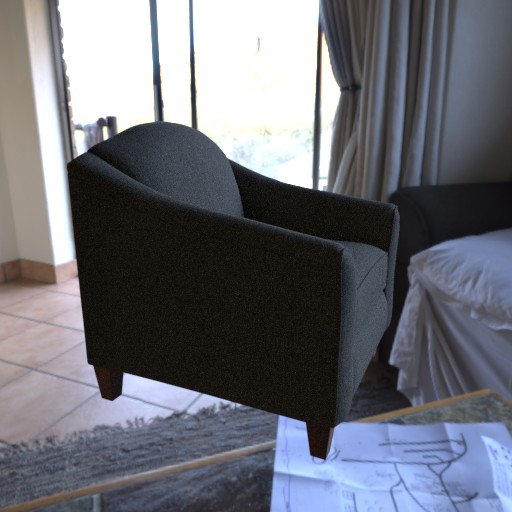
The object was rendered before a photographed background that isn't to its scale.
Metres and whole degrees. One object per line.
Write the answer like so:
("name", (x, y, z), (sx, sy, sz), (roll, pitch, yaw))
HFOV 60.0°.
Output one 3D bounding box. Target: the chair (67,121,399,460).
("chair", (0.000, 0.000, 1.422), (0.787, 0.839, 0.763), (7, 16, 25))
